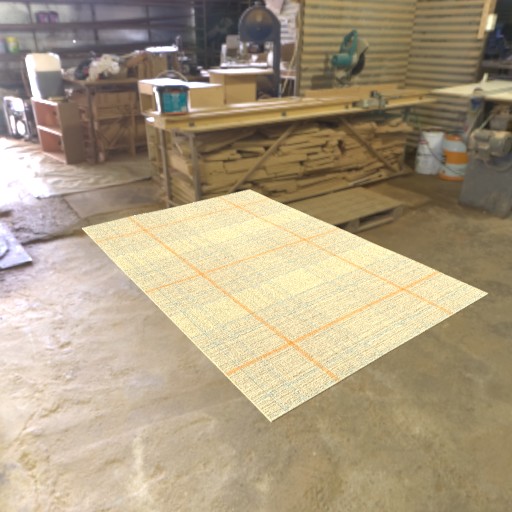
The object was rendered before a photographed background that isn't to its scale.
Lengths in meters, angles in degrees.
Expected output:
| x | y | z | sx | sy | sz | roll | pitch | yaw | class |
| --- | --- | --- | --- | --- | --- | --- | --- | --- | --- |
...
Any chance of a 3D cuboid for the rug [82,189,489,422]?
| x | y | z | sx | sy | sz | roll | pitch | yaw | class |
| --- | --- | --- | --- | --- | --- | --- | --- | --- | --- |
| 0.000 | 0.000 | 2.301 | 1.232 | 0.015 | 1.825 | -18 | 32 | -32 | rug |
